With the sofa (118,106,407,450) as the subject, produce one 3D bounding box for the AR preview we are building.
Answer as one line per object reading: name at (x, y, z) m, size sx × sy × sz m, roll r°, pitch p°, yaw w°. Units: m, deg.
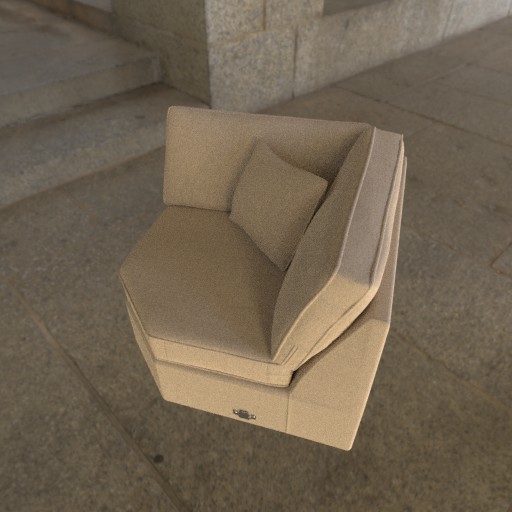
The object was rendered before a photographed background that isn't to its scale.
sofa at (0.000, 0.000, 1.837) m, size 1.050 × 0.937 × 1.042 m, roll 12°, pitch 42°, yaw 13°
